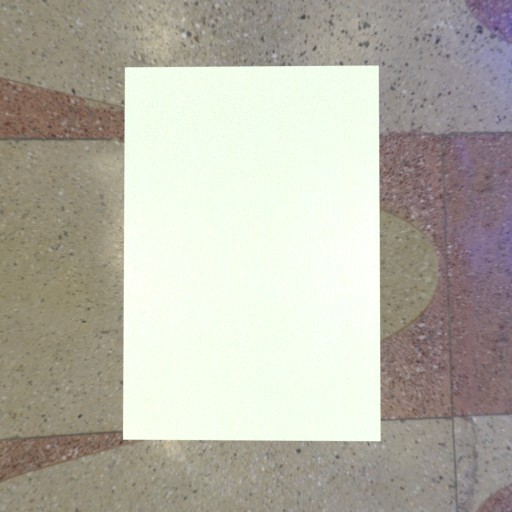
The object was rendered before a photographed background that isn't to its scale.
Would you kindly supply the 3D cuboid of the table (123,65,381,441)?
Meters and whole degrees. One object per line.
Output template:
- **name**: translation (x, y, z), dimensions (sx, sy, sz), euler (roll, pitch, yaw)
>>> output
- **table**: translation (0.000, 0.000, 1.054), dimensions (0.406, 0.711, 0.589), euler (0, 89, 1)
